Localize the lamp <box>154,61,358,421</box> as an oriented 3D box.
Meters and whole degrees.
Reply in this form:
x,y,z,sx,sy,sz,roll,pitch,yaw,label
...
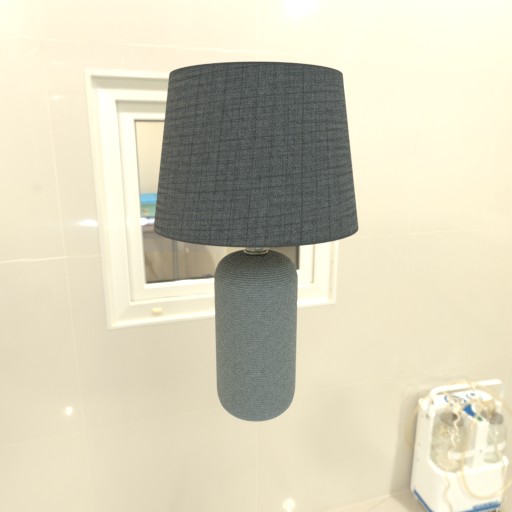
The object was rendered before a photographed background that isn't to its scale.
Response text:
x,y,z,sx,sy,sz,roll,pitch,yaw,label
0.000,0.000,0.567,0.251,0.429,0.251,0,14,0,lamp
